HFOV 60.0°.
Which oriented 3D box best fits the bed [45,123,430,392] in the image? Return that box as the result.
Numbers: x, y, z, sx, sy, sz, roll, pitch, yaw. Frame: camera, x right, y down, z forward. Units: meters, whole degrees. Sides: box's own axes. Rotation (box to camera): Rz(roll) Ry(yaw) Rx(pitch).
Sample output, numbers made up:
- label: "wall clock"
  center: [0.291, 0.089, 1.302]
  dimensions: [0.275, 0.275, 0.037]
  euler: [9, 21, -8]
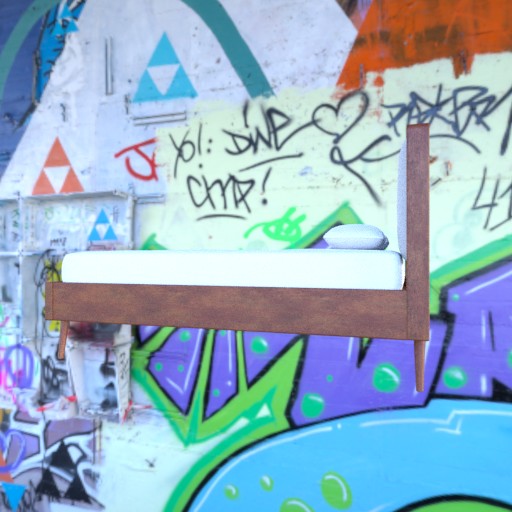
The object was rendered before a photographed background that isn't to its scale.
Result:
- label: "bed"
  center: [0.000, 0.000, 3.122]
  dimensions: [2.196, 1.275, 1.587]
  euler: [0, 0, 18]
